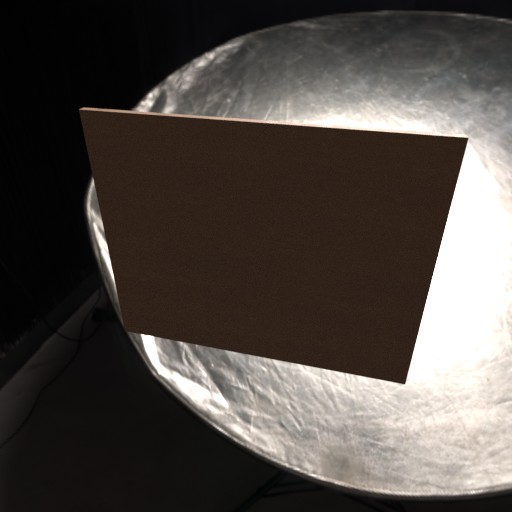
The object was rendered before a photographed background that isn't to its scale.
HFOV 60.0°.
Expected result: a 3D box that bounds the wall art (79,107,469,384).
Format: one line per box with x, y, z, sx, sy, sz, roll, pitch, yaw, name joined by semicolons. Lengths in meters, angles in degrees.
0.000;0.000;0.676;0.508;0.408;0.012;8;33;12;wall art
